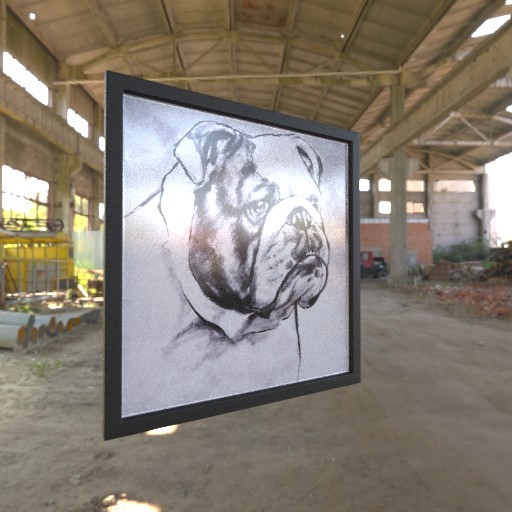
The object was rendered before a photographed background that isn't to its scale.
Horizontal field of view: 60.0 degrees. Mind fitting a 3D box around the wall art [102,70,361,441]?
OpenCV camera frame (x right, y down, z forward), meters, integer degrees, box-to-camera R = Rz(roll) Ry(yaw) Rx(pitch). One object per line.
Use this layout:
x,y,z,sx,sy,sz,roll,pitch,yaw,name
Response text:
0.000,0.000,0.982,0.663,0.659,0.016,1,-1,-35,wall art
